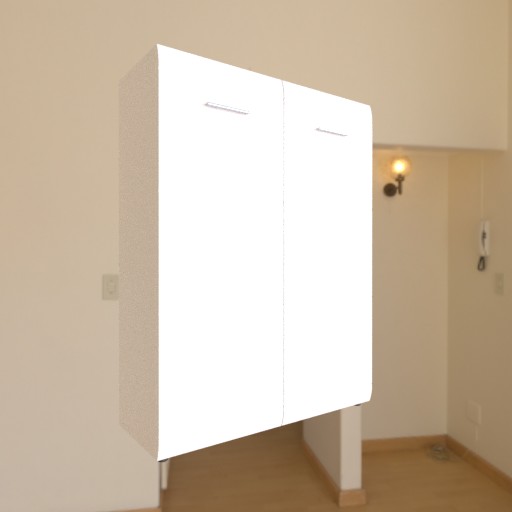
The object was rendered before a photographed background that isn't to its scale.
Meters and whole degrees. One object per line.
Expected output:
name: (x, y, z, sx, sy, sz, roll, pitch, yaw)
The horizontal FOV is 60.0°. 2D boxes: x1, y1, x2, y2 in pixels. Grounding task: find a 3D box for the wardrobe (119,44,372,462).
wardrobe: (0.000, 0.000, 1.635, 0.900, 1.200, 0.360, 0, 0, -35)
